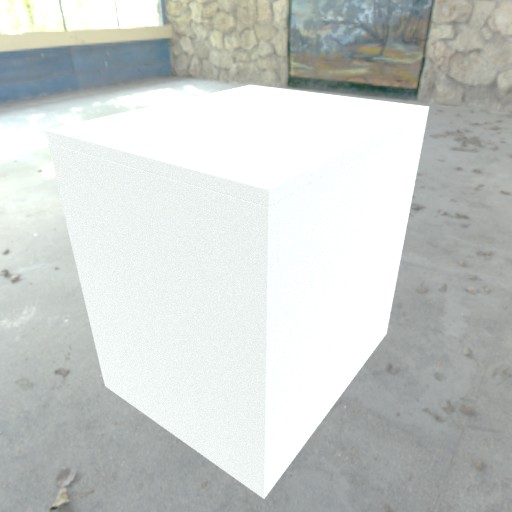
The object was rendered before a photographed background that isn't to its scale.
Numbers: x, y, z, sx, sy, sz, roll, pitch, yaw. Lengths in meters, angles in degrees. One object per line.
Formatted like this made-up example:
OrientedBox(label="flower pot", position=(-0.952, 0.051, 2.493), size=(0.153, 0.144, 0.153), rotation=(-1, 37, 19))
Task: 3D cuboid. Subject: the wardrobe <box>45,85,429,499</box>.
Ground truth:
OrientedBox(label="wardrobe", position=(0.000, 0.000, 0.848), size=(0.400, 0.520, 0.500), rotation=(20, 36, 31))
